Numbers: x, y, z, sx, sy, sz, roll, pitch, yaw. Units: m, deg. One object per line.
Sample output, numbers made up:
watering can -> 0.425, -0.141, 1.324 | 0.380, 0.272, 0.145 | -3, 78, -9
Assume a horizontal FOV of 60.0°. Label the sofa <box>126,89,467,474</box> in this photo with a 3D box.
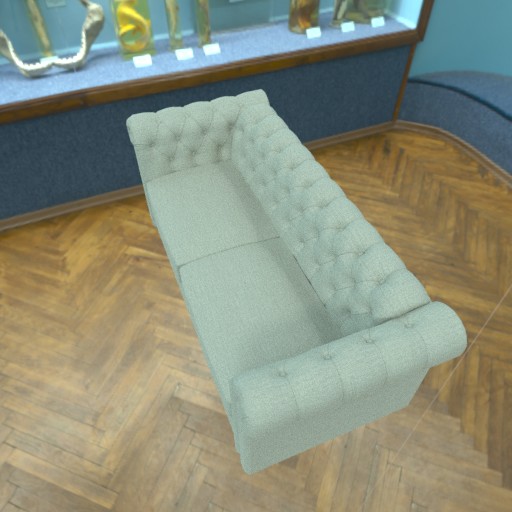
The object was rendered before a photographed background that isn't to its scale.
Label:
sofa -> 0.000, 0.000, 2.141 | 0.783, 0.797, 1.798 | -17, 50, -15
